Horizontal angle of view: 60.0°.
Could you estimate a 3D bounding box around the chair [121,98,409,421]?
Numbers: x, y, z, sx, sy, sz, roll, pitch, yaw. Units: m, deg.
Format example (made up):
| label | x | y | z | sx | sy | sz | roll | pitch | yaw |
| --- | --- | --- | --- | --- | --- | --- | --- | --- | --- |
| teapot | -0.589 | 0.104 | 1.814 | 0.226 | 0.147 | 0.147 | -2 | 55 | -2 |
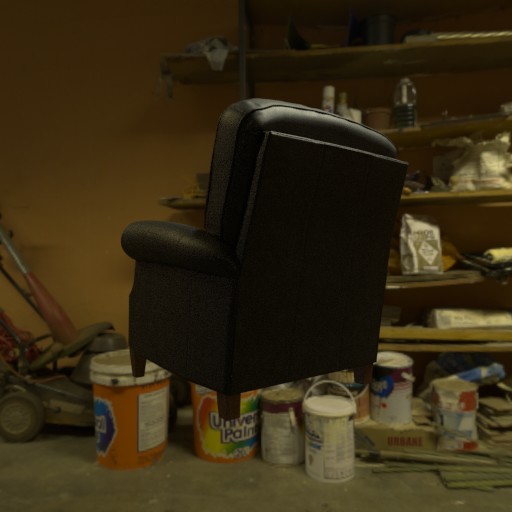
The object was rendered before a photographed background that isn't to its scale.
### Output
| label | x | y | z | sx | sy | sz | roll | pitch | yaw |
| --- | --- | --- | --- | --- | --- | --- | --- | --- | --- |
| chair | 0.000 | 0.000 | 1.813 | 0.936 | 1.018 | 0.986 | 0 | -1 | -38 |
